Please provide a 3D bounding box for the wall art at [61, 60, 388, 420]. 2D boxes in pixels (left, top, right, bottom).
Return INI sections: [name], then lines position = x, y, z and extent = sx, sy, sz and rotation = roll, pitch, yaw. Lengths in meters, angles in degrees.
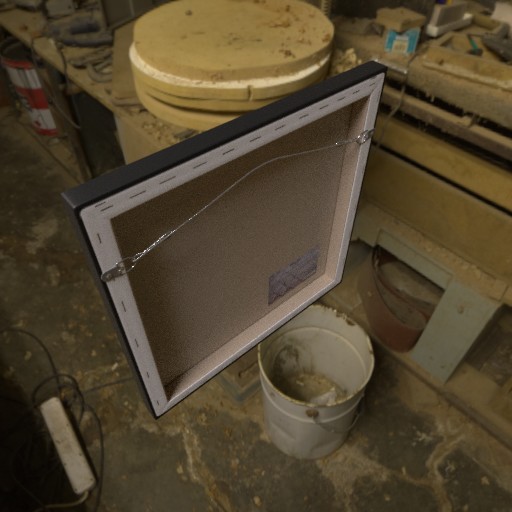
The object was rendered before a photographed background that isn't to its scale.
[wall art]
position = 0.000, 0.000, 0.898
extent = 0.610, 0.611, 0.043
rotation = -32, 54, -27
